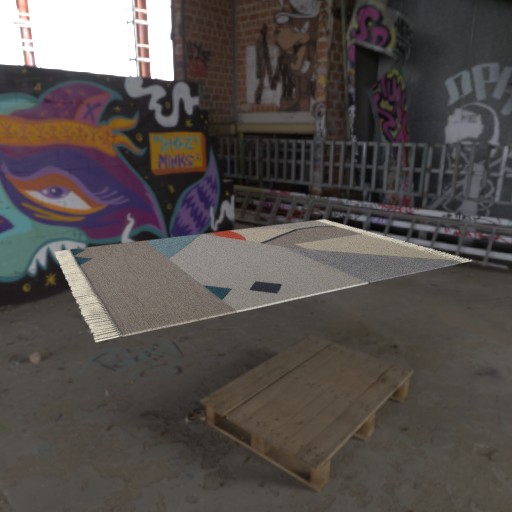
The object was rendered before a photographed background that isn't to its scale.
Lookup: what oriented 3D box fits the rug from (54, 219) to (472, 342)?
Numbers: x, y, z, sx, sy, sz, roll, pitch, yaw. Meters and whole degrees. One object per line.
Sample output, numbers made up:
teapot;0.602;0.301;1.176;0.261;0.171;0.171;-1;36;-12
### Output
rug;0.000;0.000;2.311;1.828;0.005;1.220;-9;18;-28
